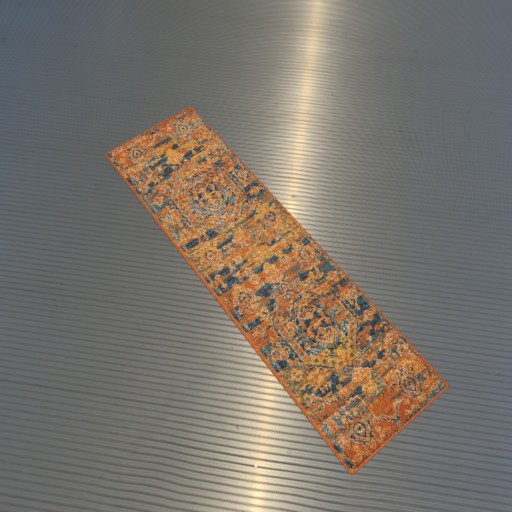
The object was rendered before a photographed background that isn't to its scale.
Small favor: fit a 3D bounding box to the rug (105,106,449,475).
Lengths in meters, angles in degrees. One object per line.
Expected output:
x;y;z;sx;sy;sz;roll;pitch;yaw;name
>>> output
0.000;0.000;2.470;0.651;0.016;2.274;-35;69;-15;rug
